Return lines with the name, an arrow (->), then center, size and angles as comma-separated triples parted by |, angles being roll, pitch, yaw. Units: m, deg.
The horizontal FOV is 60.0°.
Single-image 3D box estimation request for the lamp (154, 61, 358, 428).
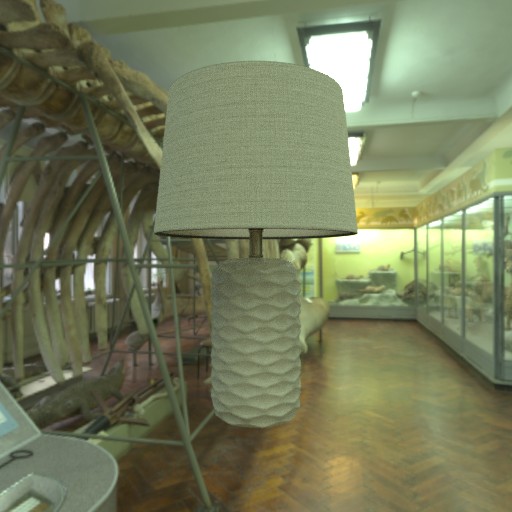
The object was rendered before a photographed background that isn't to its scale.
lamp -> 0.000, 0.000, 0.836 | 0.376, 0.594, 0.376 | 0, 0, 0
